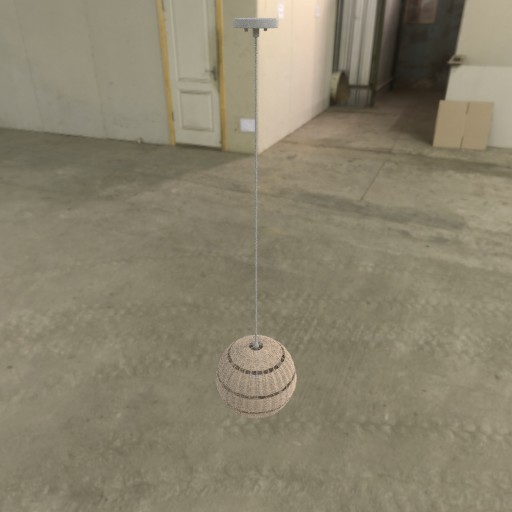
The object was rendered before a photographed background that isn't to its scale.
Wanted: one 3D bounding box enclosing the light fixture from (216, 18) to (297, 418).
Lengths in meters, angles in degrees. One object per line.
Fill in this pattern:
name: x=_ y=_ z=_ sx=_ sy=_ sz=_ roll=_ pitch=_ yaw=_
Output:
light fixture: x=0.000 y=0.000 z=2.137 sx=0.457 sy=2.019 sz=0.457 roll=-21 pitch=36 yaw=-32
